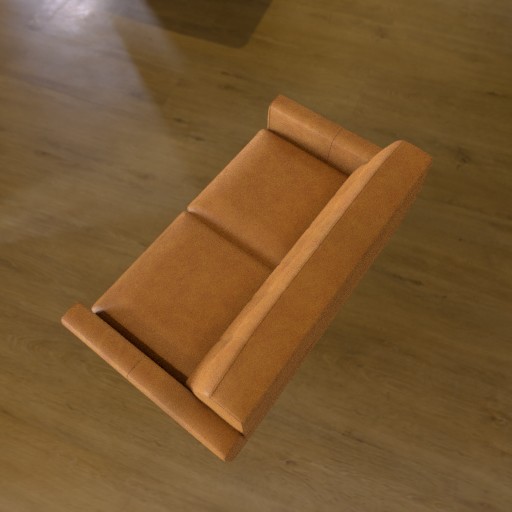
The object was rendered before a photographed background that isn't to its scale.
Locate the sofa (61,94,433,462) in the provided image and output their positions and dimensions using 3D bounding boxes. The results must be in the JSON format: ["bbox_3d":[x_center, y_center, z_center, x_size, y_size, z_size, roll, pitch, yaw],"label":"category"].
[{"bbox_3d":[0.000,0.000,2.225,0.952,0.925,1.651,34,69,15],"label":"sofa"}]
